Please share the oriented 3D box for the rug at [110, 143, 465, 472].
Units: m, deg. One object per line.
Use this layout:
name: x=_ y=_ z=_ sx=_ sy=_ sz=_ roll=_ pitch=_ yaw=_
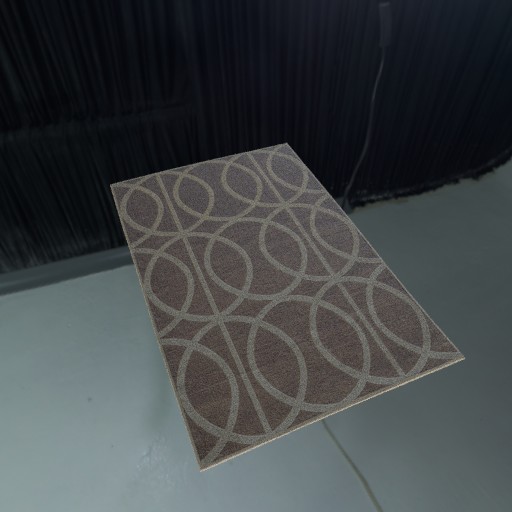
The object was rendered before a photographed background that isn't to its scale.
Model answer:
rug: x=0.000 y=0.000 z=2.939 sx=1.526 sy=0.014 sz=2.290 roll=-17 pitch=49 yaw=-15
